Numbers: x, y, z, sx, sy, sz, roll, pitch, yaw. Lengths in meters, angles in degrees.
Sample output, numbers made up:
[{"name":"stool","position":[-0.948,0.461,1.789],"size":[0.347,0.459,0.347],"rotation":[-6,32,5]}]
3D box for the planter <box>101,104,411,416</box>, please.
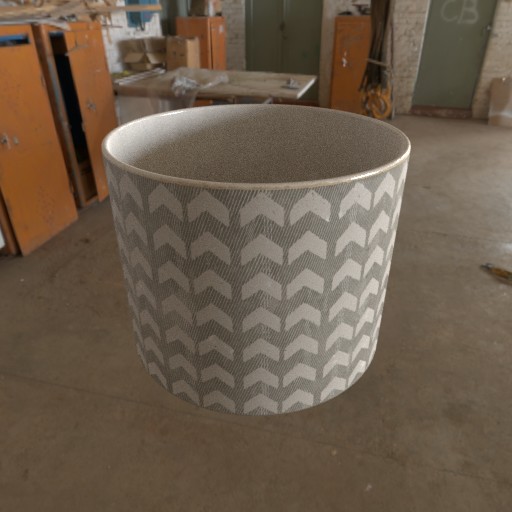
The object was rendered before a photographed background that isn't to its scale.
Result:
[{"name":"planter","position":[0.000,0.000,0.328],"size":[0.190,0.181,0.190],"rotation":[0,30,0]}]
